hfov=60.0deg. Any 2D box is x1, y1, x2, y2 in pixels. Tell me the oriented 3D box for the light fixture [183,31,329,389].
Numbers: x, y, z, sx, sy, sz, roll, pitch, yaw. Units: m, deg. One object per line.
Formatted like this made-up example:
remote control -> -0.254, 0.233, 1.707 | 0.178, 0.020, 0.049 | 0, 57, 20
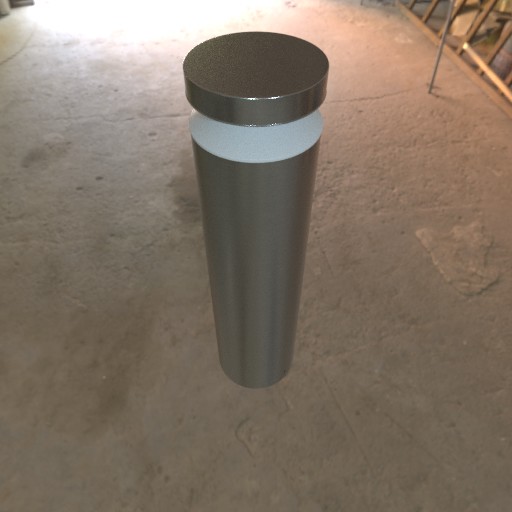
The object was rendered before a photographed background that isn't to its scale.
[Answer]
light fixture -> 0.000, 0.000, 0.452 | 0.102, 0.400, 0.102 | 34, 57, 27
